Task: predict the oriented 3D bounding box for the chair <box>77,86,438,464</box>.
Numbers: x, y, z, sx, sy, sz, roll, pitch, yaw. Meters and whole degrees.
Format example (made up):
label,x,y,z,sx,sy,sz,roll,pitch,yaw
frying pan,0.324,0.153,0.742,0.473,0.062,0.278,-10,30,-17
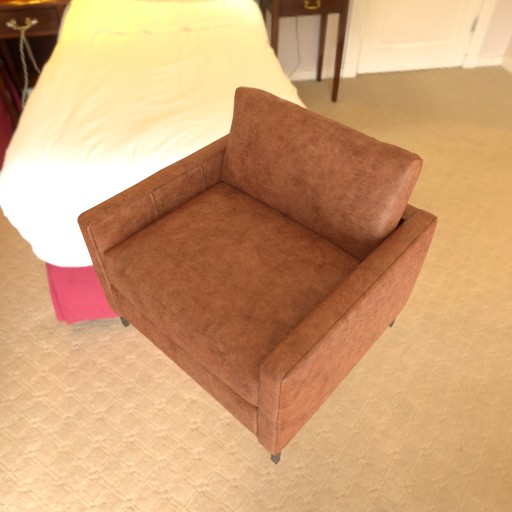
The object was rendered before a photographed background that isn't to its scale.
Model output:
label,x,y,z,sx,sy,sz,roll,pitch,yaw
chair,0.000,0.000,1.649,0.967,0.869,0.862,33,53,28
